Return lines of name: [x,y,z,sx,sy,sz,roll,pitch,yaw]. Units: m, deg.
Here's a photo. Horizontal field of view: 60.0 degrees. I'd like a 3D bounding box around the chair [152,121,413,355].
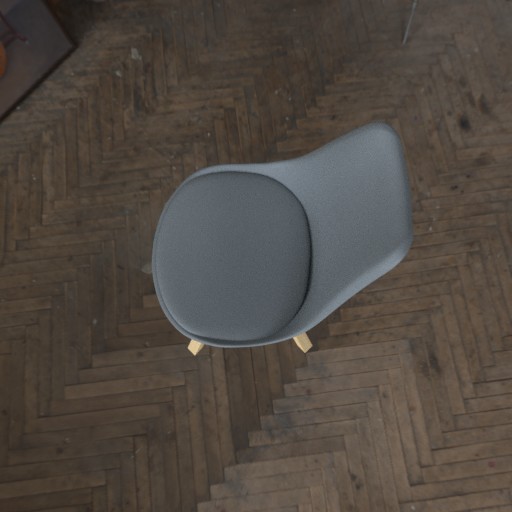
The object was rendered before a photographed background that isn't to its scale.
chair: [0.000,0.000,1.181,0.549,0.850,0.485,-1,74,0]
